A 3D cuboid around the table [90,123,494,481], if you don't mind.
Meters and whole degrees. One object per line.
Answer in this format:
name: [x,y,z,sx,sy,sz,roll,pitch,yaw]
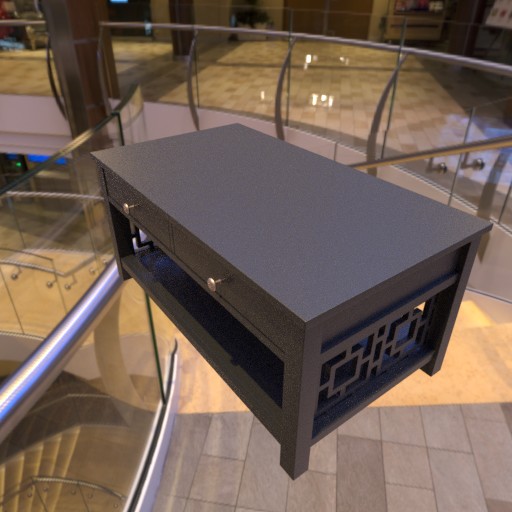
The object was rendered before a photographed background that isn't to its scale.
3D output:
table: [0.000,0.000,1.390,0.612,0.493,1.068,-22,38,-30]
